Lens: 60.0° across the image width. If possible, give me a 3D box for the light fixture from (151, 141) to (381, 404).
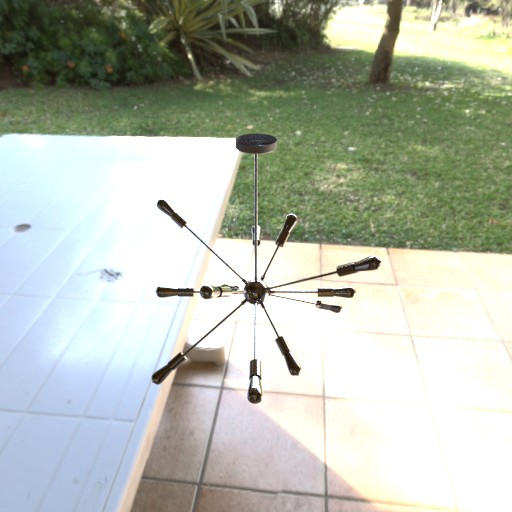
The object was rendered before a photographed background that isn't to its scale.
[{"bbox_3d":[0.000,0.000,1.052,0.509,0.558,0.684,0,32,0],"label":"light fixture"}]
